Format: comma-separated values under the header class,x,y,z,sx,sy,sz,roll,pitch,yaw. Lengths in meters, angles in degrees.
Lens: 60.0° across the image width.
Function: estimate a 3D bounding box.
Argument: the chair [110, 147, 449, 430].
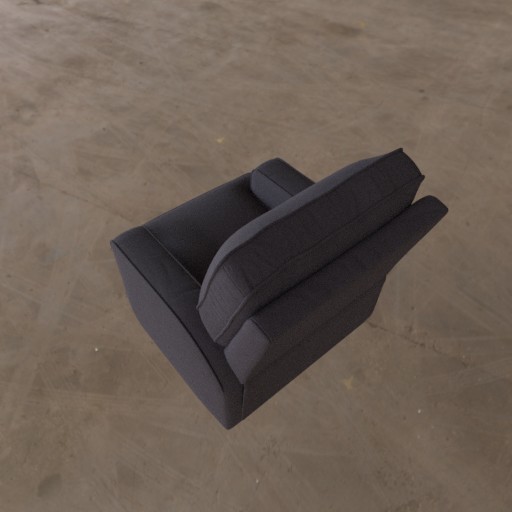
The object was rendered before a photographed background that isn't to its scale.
class,x,y,z,sx,sy,sz,roll,pitch,yaw
chair,0.000,0.000,1.697,0.861,0.962,0.964,-32,55,-26
